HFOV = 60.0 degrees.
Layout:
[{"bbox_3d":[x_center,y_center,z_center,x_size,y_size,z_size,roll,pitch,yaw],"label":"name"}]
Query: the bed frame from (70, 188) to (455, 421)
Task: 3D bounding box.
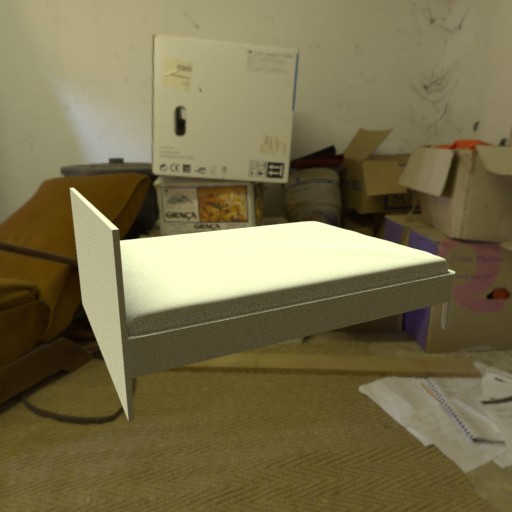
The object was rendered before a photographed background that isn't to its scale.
[{"bbox_3d":[0.000,0.000,2.780,1.950,0.800,1.490,-8,17,-26],"label":"bed frame"}]
